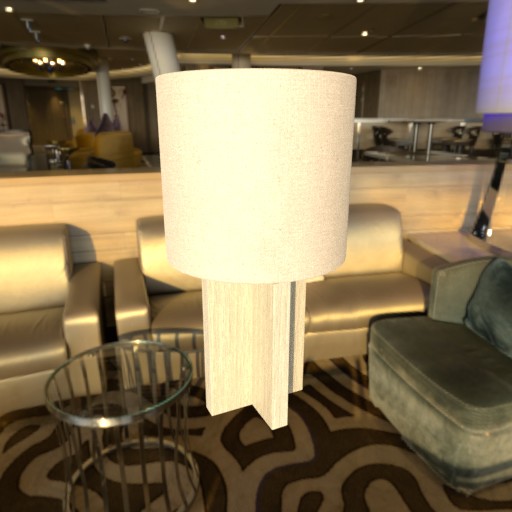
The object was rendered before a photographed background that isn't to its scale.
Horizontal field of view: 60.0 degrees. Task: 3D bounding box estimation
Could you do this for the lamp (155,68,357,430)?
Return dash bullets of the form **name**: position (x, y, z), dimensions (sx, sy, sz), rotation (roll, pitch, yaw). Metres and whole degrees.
- **lamp**: position (0.000, 0.000, 0.576), dimensions (0.229, 0.428, 0.229), rotation (-8, 19, -25)
